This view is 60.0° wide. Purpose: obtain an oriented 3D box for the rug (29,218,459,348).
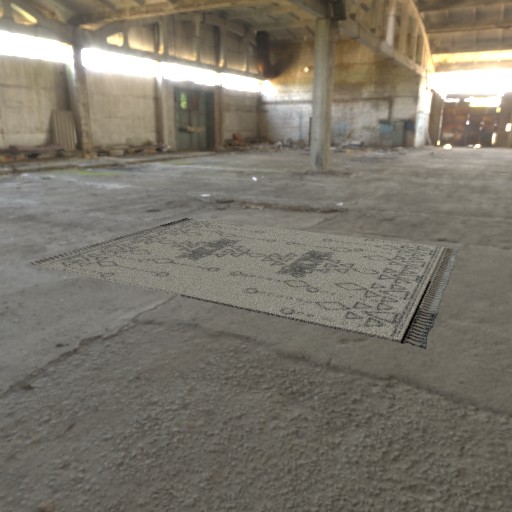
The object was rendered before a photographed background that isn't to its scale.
[{"bbox_3d":[0.000,0.000,2.878,2.312,0.013,1.600,8,18,27],"label":"rug"}]
